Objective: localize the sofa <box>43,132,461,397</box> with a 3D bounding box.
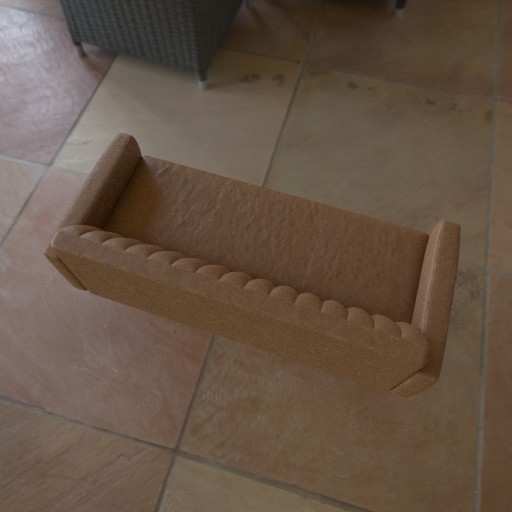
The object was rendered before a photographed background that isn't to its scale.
[{"bbox_3d":[0.000,0.000,2.756,2.291,0.821,0.990,17,64,8],"label":"sofa"}]
